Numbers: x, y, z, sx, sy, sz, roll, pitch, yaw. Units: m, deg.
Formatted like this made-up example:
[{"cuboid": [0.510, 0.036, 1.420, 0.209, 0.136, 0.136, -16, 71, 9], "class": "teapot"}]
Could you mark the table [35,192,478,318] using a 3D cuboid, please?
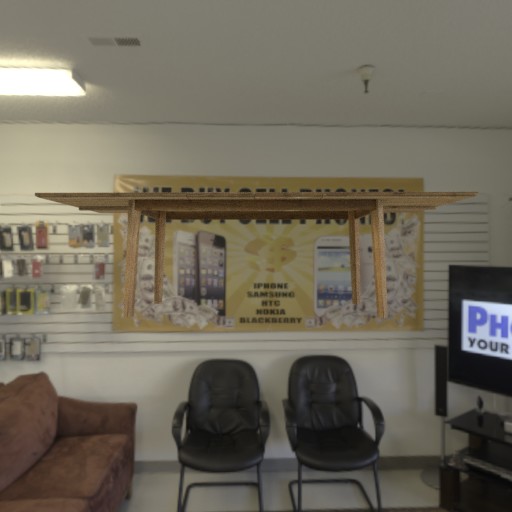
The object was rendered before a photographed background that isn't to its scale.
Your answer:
[{"cuboid": [0.000, 0.000, 3.104, 2.603, 0.752, 1.000, 0, 0, 1], "class": "table"}]
